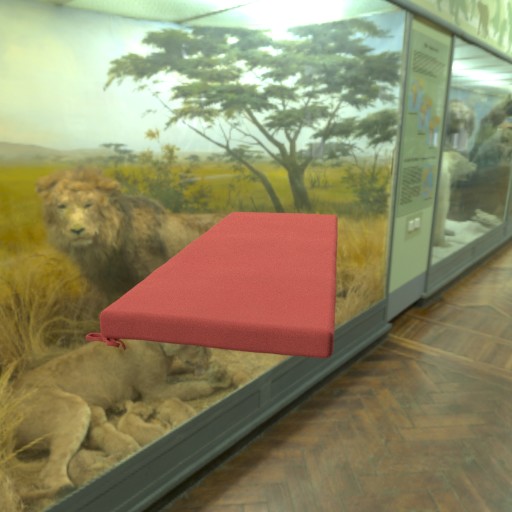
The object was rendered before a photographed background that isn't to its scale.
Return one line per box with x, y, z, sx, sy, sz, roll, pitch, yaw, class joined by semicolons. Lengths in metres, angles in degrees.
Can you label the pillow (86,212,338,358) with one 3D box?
0.000;0.000;1.368;0.492;0.081;1.187;3;16;10;pillow
